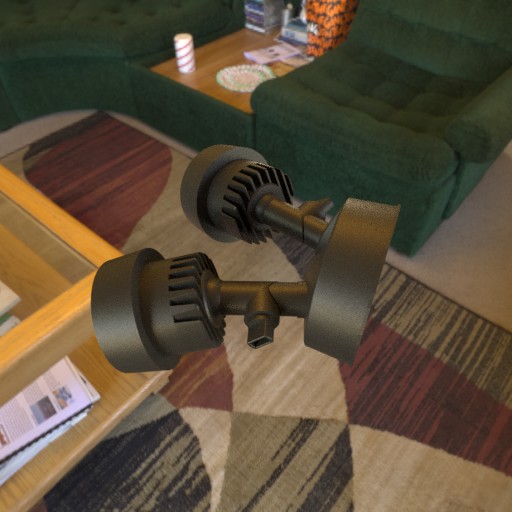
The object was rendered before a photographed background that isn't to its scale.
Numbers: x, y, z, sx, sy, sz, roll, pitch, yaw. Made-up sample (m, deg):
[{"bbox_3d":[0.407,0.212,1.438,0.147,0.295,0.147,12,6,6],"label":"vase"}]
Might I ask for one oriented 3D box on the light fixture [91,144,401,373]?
[{"bbox_3d":[0.000,0.000,0.313,0.168,0.120,0.213,17,50,15],"label":"light fixture"}]
